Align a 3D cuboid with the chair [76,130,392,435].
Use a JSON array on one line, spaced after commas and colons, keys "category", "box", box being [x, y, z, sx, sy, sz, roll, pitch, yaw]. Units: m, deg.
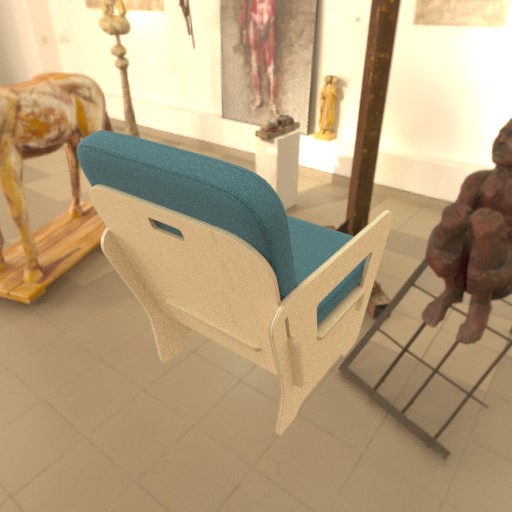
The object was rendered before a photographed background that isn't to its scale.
[{"category": "chair", "box": [0.000, 0.000, 1.189, 0.547, 0.747, 0.657, 21, 38, 31]}]
